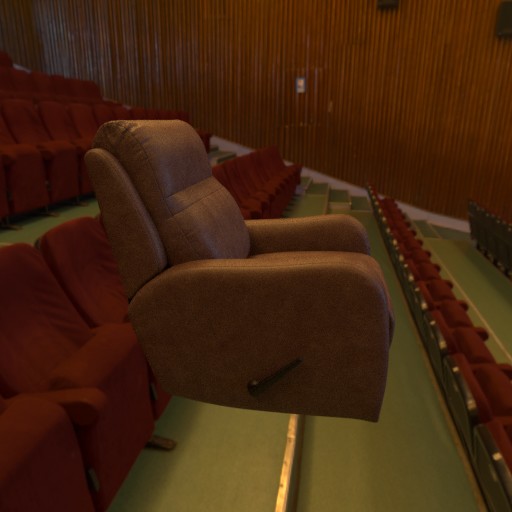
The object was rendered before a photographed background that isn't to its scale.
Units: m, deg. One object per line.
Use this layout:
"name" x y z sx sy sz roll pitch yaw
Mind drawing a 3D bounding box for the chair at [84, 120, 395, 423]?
"chair" 0.000 0.000 1.810 1.067 1.067 0.865 3 17 9
